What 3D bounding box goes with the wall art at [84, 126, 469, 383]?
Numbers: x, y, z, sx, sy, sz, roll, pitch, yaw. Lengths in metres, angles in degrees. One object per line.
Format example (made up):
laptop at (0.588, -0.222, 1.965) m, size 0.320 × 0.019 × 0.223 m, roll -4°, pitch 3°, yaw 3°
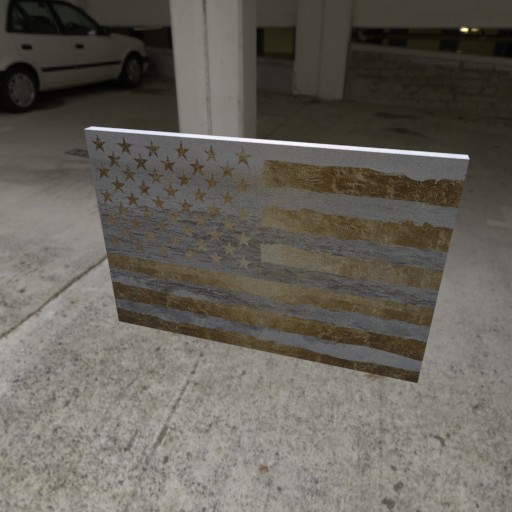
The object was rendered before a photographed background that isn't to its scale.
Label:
wall art at (0.000, 0.000, 1.469) m, size 1.145 × 0.762 × 0.041 m, roll 8°, pitch 29°, yaw 15°
